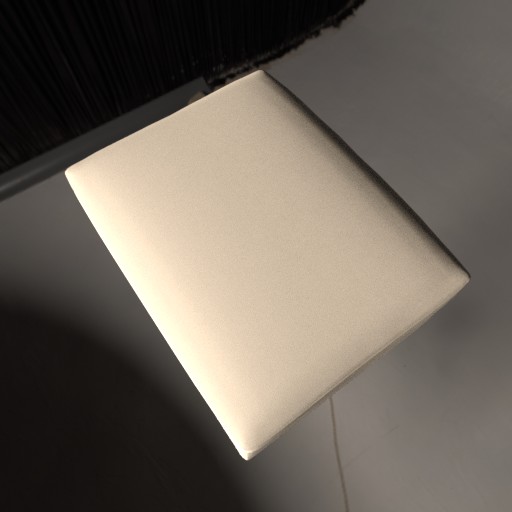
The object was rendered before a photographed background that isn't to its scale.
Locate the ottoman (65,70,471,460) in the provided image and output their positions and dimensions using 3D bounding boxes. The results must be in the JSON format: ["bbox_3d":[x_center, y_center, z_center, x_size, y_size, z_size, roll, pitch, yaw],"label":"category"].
[{"bbox_3d":[0.000,0.000,1.112,0.584,0.513,0.741,-33,68,-15],"label":"ottoman"}]
